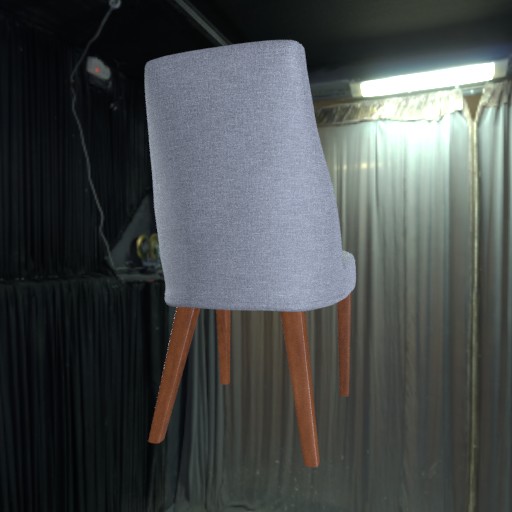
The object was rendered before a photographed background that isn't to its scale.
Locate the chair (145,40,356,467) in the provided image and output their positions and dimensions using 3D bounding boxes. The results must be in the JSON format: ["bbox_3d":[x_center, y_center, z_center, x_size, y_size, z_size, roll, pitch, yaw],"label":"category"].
[{"bbox_3d":[0.000,0.000,1.243,0.500,0.930,0.620,0,1,18],"label":"chair"}]
